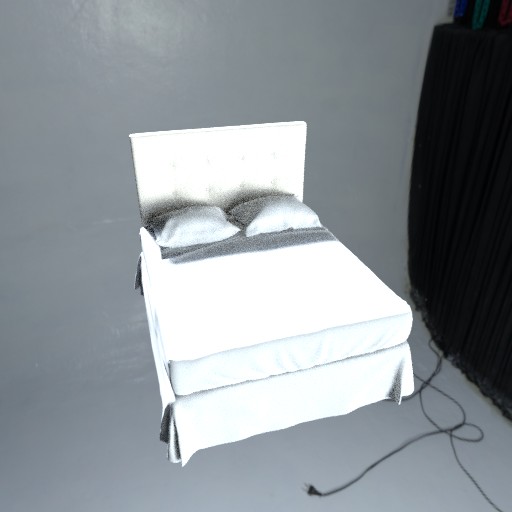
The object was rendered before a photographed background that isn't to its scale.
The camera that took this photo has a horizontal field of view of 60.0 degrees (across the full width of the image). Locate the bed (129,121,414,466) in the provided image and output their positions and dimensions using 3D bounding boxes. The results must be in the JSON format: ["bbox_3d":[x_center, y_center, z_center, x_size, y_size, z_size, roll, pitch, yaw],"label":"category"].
[{"bbox_3d":[0.000,0.000,3.536,1.936,1.577,2.222,-9,31,-15],"label":"bed"}]
